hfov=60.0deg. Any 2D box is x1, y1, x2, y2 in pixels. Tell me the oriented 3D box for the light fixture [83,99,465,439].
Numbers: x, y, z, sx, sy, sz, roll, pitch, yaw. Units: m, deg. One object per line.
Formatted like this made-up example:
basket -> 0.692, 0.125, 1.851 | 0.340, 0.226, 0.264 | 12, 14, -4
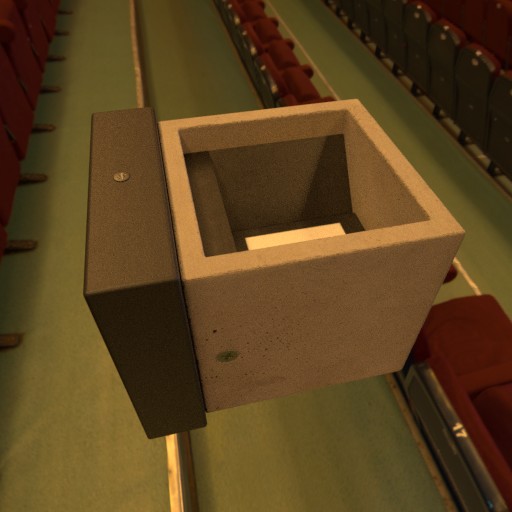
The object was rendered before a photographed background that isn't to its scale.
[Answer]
light fixture -> 0.000, 0.000, 0.237 | 0.143, 0.121, 0.121 | -10, 47, -9
